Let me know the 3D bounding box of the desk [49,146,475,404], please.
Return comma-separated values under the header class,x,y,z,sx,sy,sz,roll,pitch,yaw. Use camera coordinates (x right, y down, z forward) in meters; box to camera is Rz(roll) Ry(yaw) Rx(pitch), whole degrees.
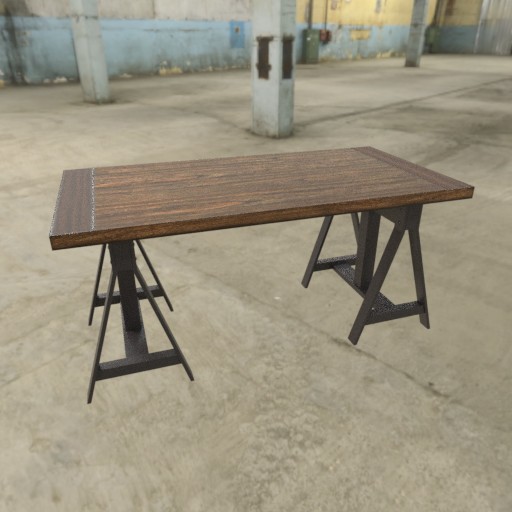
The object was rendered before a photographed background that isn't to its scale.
class,x,y,z,sx,sy,sz,roll,pitch,yaw
desk,0.000,0.000,1.992,1.543,0.725,0.784,-8,27,-16
